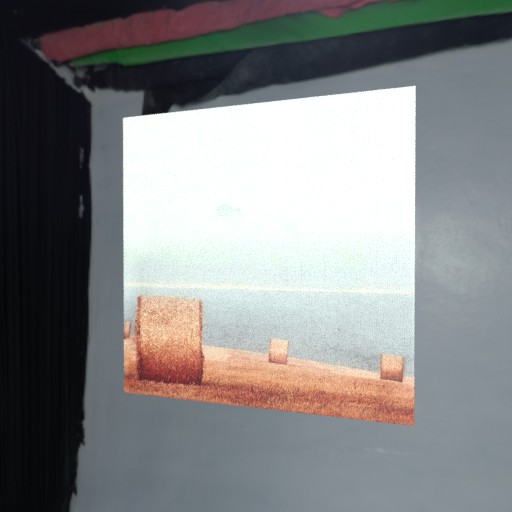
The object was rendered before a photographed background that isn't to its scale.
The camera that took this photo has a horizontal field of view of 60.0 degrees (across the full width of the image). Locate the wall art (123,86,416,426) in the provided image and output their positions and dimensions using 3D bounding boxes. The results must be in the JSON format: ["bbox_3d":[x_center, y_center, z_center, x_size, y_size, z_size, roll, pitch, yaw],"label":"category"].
[{"bbox_3d":[0.000,0.000,1.126,0.760,0.760,0.042,0,1,18],"label":"wall art"}]
